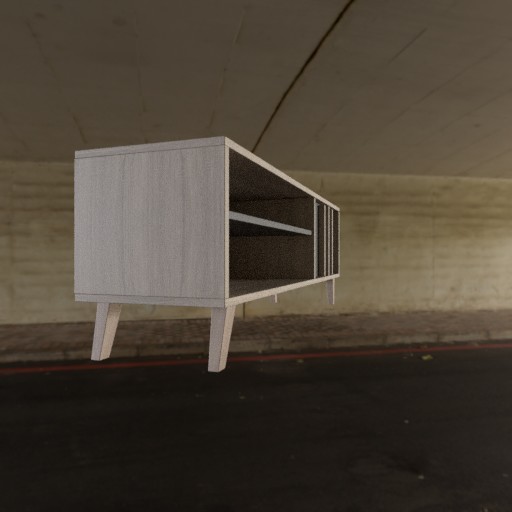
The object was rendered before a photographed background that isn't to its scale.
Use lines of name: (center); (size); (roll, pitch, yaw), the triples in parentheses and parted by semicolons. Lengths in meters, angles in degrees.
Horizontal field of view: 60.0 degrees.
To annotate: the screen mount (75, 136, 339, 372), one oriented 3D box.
screen mount: (0.000, 0.000, 1.712); (0.401, 0.509, 1.500); (0, 0, 20)
